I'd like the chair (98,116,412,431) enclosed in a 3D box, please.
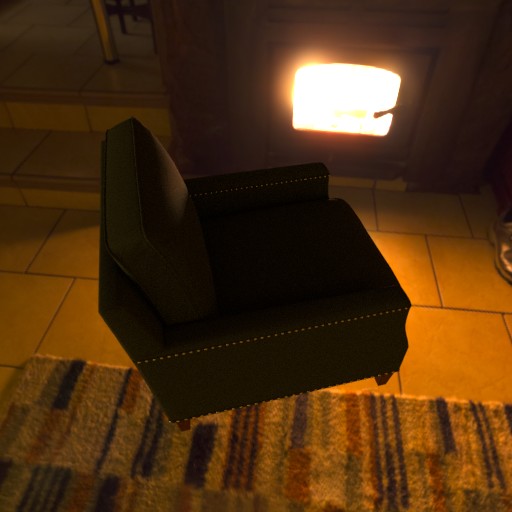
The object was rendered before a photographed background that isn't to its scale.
[{"bbox_3d":[0.000,0.000,1.705,1.014,0.943,0.853,-10,46,-10],"label":"chair"}]
